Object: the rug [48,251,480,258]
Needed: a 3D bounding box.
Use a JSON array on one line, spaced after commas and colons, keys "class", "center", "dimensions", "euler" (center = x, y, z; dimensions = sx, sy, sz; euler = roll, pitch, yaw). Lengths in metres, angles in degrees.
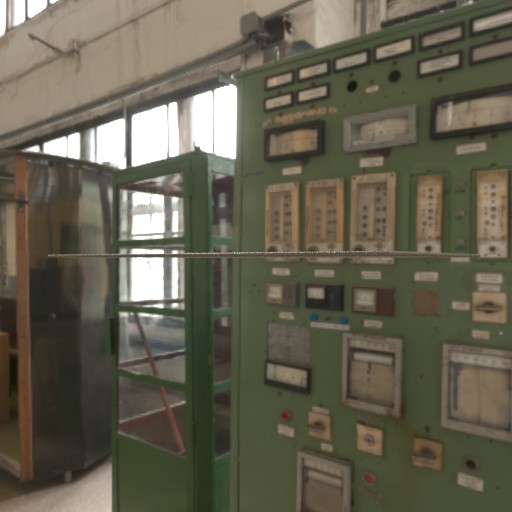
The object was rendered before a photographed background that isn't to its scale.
[{"class": "rug", "center": [0.000, 0.000, 2.126], "dimensions": [1.748, 0.014, 1.144], "euler": [0, 0, 37]}]
